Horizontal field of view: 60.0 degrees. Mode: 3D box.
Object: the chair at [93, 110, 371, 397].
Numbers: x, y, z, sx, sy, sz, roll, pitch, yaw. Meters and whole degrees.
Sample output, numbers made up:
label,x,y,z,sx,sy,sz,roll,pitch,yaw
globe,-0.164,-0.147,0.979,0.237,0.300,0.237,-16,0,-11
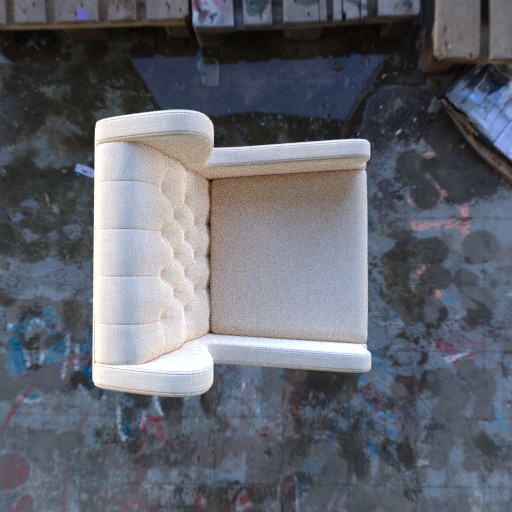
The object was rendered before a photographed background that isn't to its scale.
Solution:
label,x,y,z,sx,sy,sz,roll,pitch,yaw
chair,0.000,0.000,1.452,0.760,0.930,0.710,0,89,0
